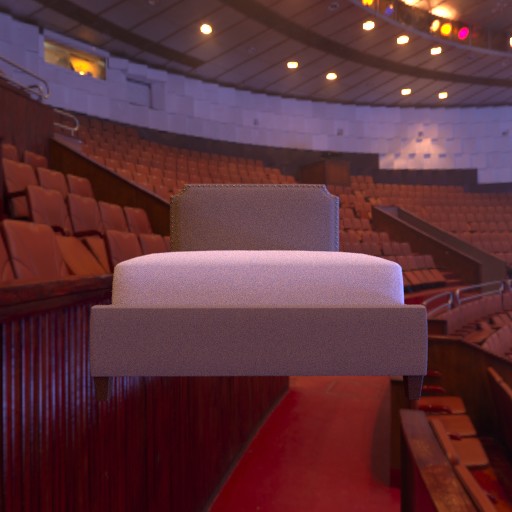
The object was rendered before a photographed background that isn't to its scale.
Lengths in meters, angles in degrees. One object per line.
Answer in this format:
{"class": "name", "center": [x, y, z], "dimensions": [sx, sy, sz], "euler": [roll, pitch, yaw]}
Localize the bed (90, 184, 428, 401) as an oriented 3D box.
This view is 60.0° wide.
{"class": "bed", "center": [0.000, 0.000, 3.376], "dimensions": [1.713, 1.443, 2.372], "euler": [0, 0, -1]}
